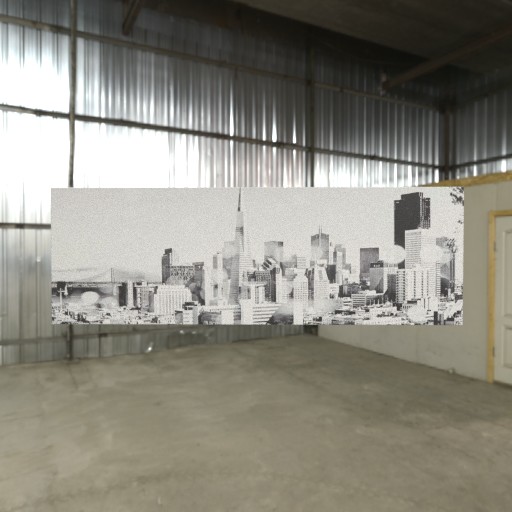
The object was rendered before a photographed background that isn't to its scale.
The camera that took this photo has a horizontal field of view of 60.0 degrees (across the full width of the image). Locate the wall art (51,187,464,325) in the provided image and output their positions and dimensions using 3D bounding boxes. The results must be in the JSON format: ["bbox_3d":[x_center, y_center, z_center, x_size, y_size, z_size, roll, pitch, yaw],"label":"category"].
[{"bbox_3d":[0.000,0.000,0.841,0.766,0.256,0.036,0,1,1],"label":"wall art"}]
